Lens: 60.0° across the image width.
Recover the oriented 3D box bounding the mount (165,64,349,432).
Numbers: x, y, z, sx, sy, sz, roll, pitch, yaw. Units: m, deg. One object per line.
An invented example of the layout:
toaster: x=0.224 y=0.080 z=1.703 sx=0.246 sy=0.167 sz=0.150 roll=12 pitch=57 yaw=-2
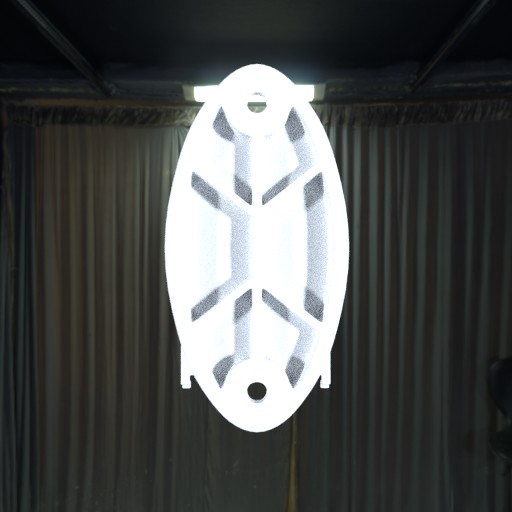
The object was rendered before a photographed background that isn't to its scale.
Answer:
mount: x=0.000 y=0.000 z=0.176 sx=0.066 sy=0.118 sz=0.100 roll=0 pitch=-1 yaw=0
